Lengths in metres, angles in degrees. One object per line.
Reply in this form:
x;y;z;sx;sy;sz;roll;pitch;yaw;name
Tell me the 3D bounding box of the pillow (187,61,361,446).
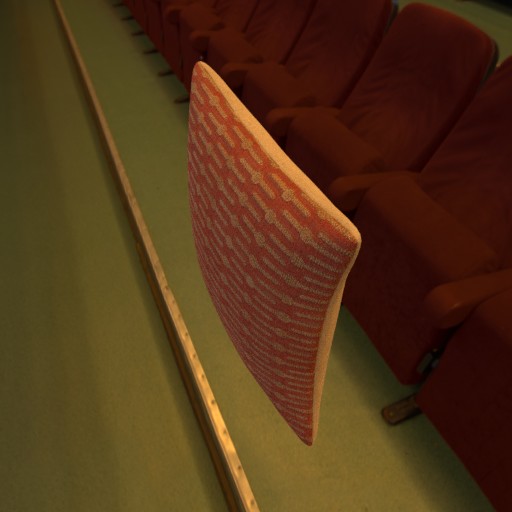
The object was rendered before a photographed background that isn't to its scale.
0.000;0.000;0.788;0.182;0.503;0.511;-17;47;-17;pillow
